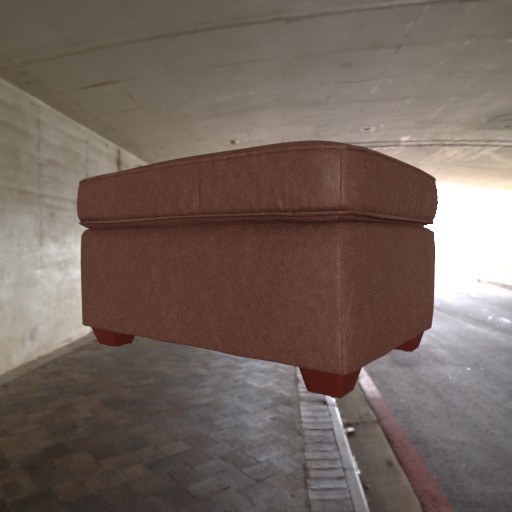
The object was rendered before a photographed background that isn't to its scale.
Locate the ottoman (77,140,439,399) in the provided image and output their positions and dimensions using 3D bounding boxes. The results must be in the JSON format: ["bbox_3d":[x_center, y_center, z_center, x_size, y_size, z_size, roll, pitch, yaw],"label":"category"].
[{"bbox_3d":[0.000,0.000,1.088,0.749,0.449,0.548,1,2,36],"label":"ottoman"}]
